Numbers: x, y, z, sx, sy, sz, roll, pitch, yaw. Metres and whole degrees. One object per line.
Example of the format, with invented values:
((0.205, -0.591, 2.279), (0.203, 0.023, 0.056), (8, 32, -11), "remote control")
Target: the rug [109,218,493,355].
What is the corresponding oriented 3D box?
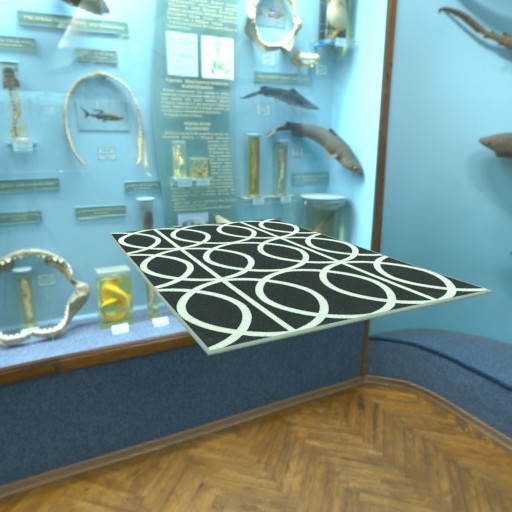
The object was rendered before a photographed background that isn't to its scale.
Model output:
((0.000, 0.000, 2.887), (1.526, 0.014, 2.290), (-7, 17, -25), "rug")
